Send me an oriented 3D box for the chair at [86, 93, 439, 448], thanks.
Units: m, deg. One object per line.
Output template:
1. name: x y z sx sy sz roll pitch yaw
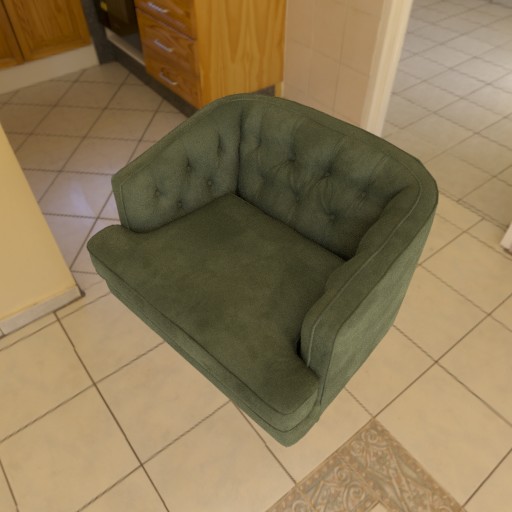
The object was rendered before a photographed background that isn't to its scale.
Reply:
1. chair: 0.000 0.000 1.796 1.104 0.852 0.941 34 55 27
